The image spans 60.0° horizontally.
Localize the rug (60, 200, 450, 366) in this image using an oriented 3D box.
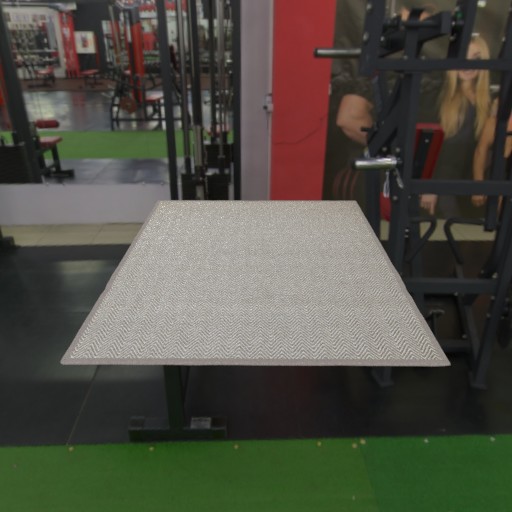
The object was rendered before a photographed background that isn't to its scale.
[{"bbox_3d":[0.000,0.000,4.090,2.434,0.032,3.007,0,27,0],"label":"rug"}]
